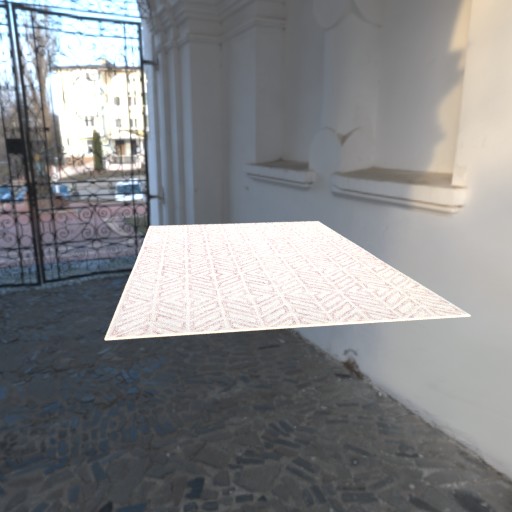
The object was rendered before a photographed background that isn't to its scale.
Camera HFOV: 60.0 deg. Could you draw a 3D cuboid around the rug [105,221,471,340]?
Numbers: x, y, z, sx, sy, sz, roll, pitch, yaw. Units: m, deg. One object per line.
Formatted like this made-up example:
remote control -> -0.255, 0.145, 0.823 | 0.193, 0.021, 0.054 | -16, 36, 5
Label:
rug -> 0.000, 0.000, 2.313 | 1.220, 0.007, 1.828 | -2, 15, -9
